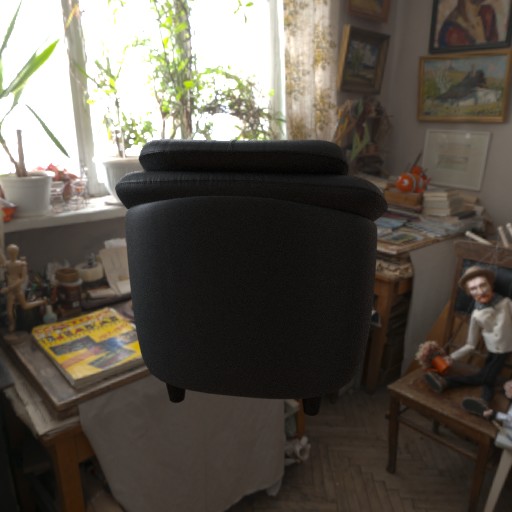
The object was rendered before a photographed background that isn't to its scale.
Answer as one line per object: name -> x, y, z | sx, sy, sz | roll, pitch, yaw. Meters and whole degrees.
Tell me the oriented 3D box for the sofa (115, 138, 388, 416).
sofa -> 0.000, 0.000, 1.536 | 0.870, 0.811, 0.794 | 3, 17, 8
